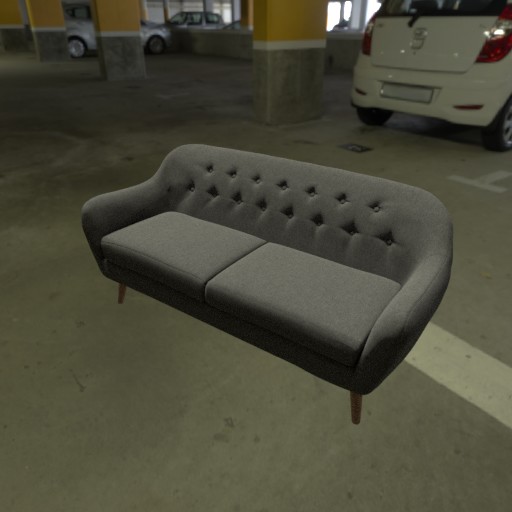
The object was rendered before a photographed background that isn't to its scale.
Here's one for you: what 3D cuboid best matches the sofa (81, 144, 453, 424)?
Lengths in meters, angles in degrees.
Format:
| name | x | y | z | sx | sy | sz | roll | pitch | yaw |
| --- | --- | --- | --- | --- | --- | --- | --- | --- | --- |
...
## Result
| name | x | y | z | sx | sy | sz | roll | pitch | yaw |
| --- | --- | --- | --- | --- | --- | --- | --- | --- | --- |
| sofa | 0.000 | 0.000 | 2.286 | 1.840 | 0.820 | 0.820 | 19 | 33 | 31 |
